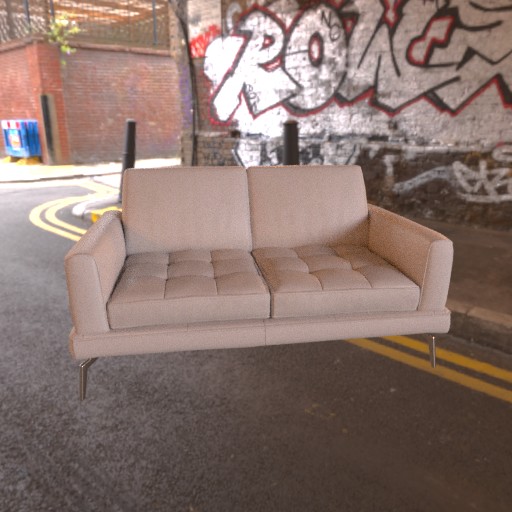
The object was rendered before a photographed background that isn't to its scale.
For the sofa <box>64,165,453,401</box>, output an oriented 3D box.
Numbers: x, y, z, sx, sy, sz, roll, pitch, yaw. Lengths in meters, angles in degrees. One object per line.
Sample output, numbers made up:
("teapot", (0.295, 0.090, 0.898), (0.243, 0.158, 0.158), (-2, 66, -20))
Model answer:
("sofa", (0.000, 0.000, 2.481), (1.819, 0.930, 1.121), (-3, 17, -8))
